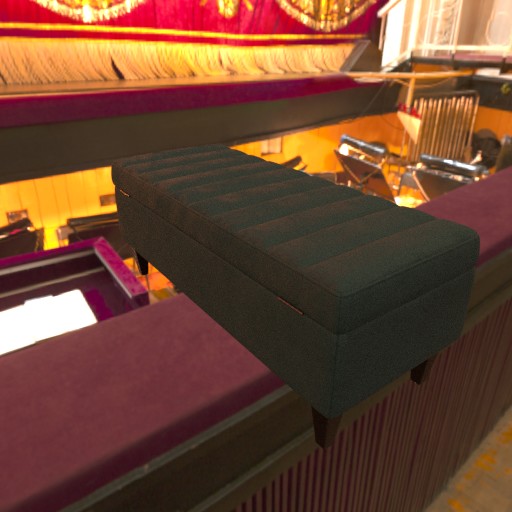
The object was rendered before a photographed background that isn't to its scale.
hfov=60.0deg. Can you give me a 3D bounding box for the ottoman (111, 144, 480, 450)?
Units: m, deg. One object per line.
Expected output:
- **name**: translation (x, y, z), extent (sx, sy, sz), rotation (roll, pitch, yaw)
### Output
- **ottoman**: translation (0.000, 0.000, 1.395), extent (0.482, 0.469, 1.151), rotation (-18, 32, -32)
